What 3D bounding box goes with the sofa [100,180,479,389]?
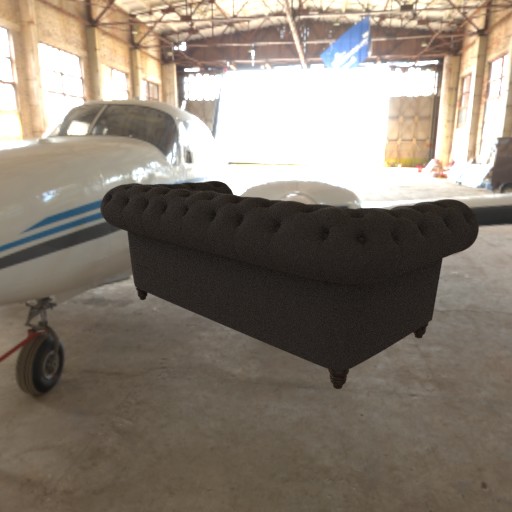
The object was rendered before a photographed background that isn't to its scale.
[{"bbox_3d":[0.000,0.000,2.471,0.986,0.764,1.998,-13,19,-43],"label":"sofa"}]
